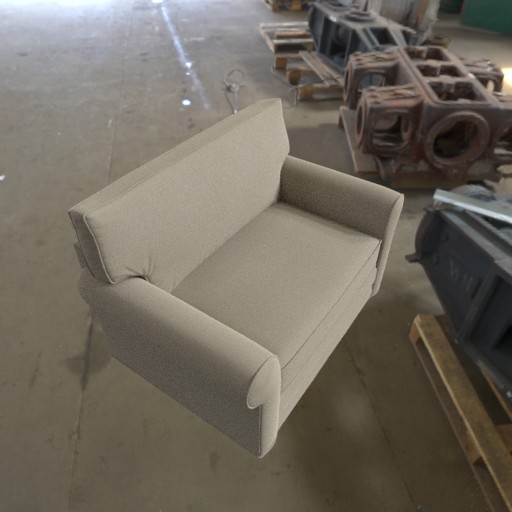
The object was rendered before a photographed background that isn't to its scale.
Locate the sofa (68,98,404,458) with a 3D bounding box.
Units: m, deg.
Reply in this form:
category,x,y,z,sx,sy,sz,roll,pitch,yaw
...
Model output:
category,x,y,z,sx,sy,sz,roll,pitch,yaw
sofa,0.000,0.000,2.125,0.937,1.006,1.405,25,47,25
